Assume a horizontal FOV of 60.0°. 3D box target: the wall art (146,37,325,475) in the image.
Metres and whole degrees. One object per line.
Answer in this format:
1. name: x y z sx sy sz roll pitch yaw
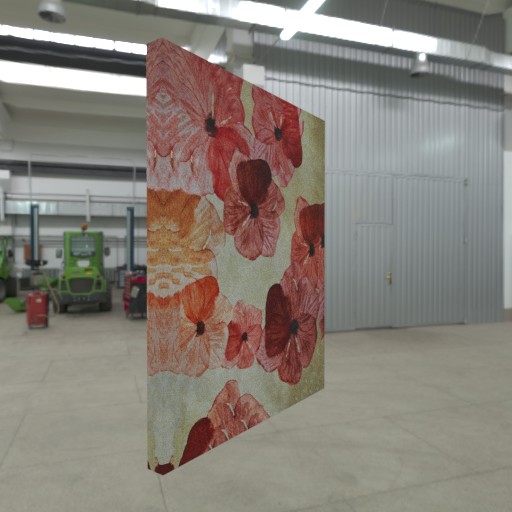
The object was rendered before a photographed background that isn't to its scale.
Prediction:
1. wall art: 0.000 0.000 0.685 0.028 0.508 0.406 0 1 36
